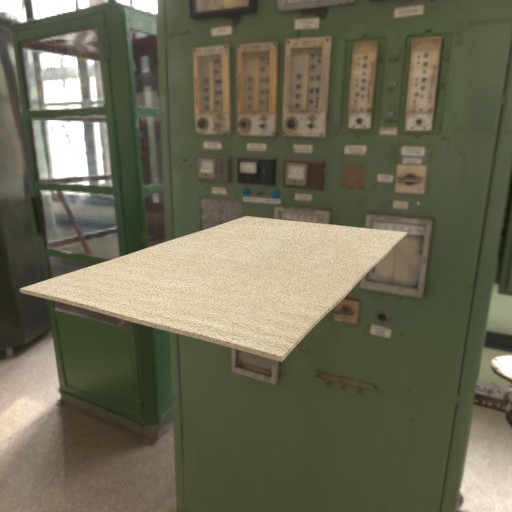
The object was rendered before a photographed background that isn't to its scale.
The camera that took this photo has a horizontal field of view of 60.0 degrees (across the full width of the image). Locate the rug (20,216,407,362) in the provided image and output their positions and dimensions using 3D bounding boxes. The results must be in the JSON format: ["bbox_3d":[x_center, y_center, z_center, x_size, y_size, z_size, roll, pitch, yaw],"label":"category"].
[{"bbox_3d":[0.000,0.000,2.935,1.500,0.025,2.346,8,18,28],"label":"rug"}]
